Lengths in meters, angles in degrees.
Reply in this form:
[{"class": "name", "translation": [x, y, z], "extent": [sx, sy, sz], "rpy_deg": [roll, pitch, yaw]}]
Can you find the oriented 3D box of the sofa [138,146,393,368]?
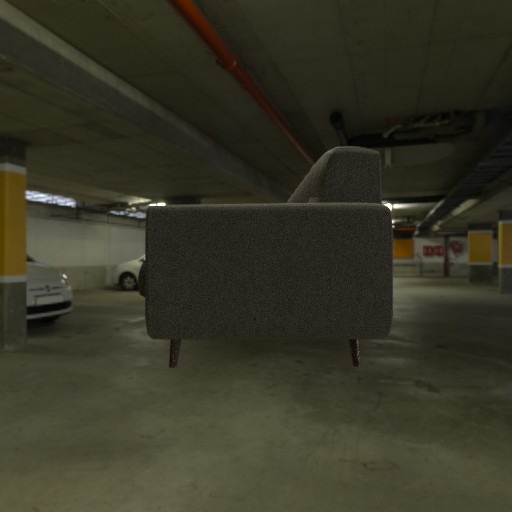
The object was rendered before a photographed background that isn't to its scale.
[{"class": "sofa", "translation": [0.000, 0.000, 2.524], "extent": [0.909, 0.841, 2.029], "rpy_deg": [0, 0, -1]}]
